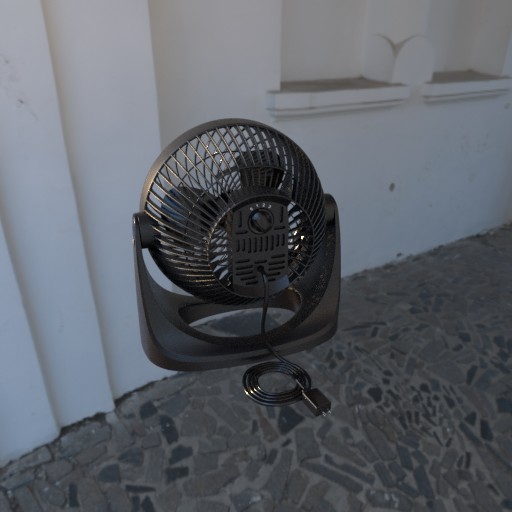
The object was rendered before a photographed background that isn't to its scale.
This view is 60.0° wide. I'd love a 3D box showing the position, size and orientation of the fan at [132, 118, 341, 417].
[{"bbox_3d":[0.000,0.000,0.505,0.273,0.277,0.256,-8,26,-16],"label":"fan"}]
